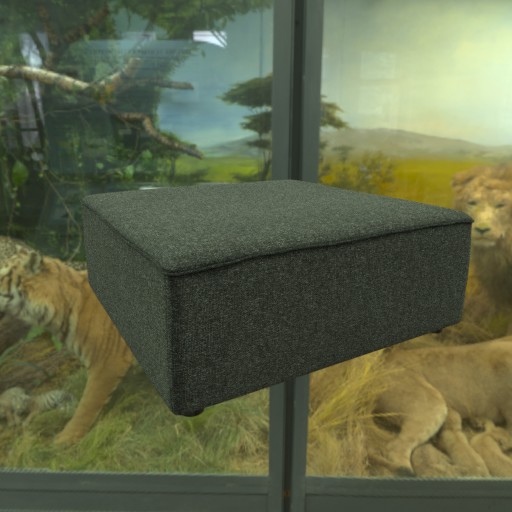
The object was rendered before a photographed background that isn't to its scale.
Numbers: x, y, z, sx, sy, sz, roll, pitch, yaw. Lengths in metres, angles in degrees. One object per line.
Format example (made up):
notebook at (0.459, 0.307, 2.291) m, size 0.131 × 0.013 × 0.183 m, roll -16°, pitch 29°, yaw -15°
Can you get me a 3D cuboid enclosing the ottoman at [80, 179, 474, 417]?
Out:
ottoman at (0.000, 0.000, 1.577) m, size 1.017 × 0.423 × 1.021 m, roll -9°, pitch 19°, yaw -28°
